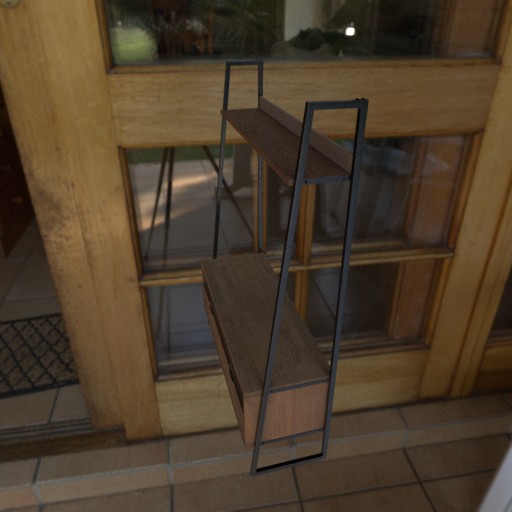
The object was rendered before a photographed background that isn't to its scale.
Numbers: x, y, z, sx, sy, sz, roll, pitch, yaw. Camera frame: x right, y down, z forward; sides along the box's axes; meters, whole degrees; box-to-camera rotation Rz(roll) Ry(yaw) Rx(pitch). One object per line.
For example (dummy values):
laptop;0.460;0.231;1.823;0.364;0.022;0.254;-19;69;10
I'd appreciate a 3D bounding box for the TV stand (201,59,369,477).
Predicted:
TV stand;0.000;0.000;2.326;0.432;1.772;1.250;-8;30;-13
